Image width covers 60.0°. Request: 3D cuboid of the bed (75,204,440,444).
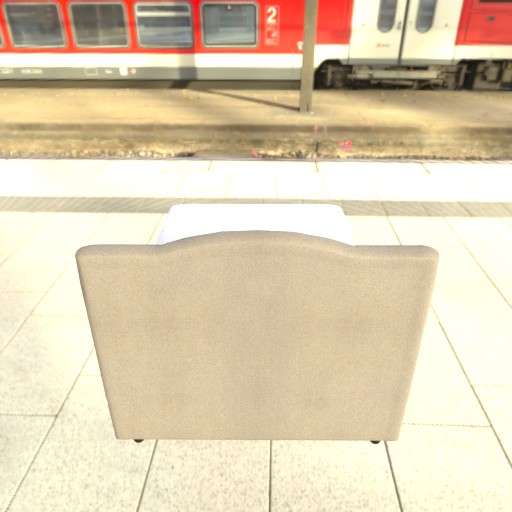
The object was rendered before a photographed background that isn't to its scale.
[{"bbox_3d":[0.000,0.000,3.240,1.744,1.441,2.128,0,31,0],"label":"bed"}]
